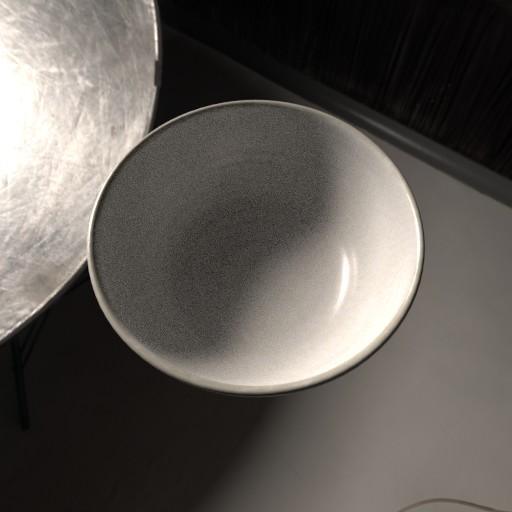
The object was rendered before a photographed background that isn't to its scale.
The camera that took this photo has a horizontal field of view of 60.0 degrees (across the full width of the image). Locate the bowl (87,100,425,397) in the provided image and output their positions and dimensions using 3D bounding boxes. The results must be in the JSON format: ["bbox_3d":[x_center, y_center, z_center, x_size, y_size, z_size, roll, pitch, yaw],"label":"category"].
[{"bbox_3d":[0.000,0.000,0.408,0.268,0.121,0.268,0,64,0],"label":"bowl"}]
